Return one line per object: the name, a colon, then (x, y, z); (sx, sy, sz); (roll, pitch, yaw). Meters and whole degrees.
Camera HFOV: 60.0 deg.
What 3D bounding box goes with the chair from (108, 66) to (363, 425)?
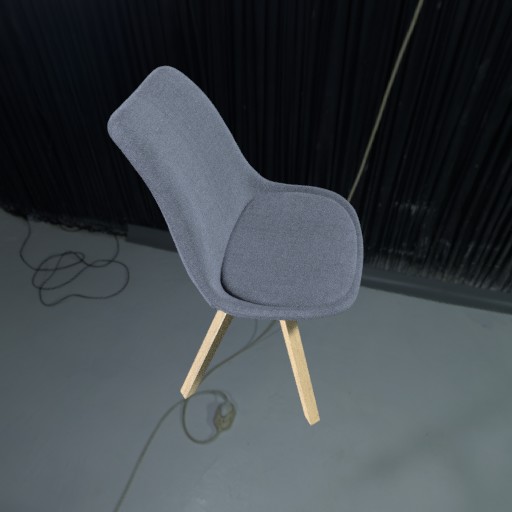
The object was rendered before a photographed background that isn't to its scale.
chair: (0.000, 0.000, 1.174); (0.550, 0.850, 0.485); (9, 46, 9)
